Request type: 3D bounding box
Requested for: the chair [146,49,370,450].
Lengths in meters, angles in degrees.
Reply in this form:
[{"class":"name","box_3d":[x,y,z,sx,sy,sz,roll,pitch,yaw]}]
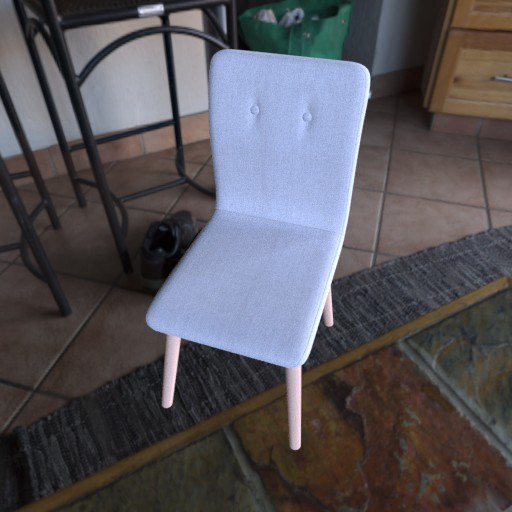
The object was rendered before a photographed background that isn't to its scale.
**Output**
[{"class":"chair","box_3d":[0.000,0.000,1.192,0.435,0.885,0.550,12,43,14]}]
